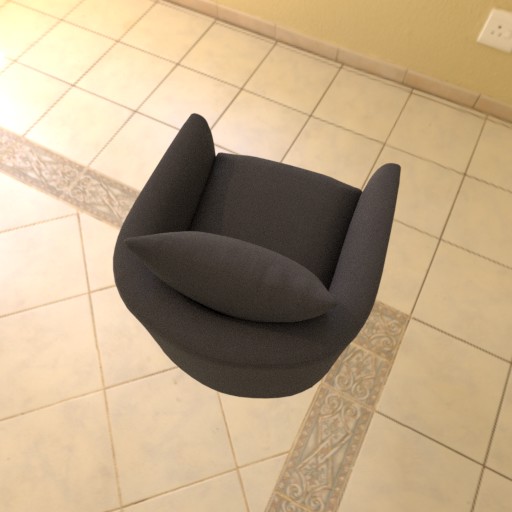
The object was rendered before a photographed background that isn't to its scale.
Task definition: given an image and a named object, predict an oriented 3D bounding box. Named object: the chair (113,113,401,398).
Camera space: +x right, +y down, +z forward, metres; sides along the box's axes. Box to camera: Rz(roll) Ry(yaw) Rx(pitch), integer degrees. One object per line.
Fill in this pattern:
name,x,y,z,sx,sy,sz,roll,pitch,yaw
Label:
chair,0.000,0.000,1.612,0.845,0.848,0.910,16,65,8
